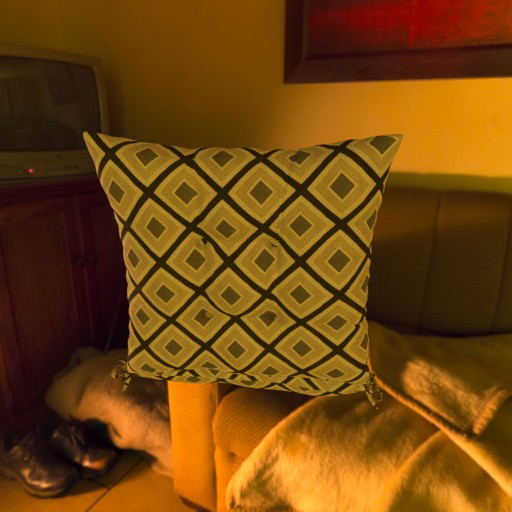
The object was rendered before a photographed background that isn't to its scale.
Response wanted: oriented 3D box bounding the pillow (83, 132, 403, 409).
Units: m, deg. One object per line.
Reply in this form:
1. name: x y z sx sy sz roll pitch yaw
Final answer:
1. pillow: 0.000 0.000 0.993 0.541 0.536 0.585 2 16 6
